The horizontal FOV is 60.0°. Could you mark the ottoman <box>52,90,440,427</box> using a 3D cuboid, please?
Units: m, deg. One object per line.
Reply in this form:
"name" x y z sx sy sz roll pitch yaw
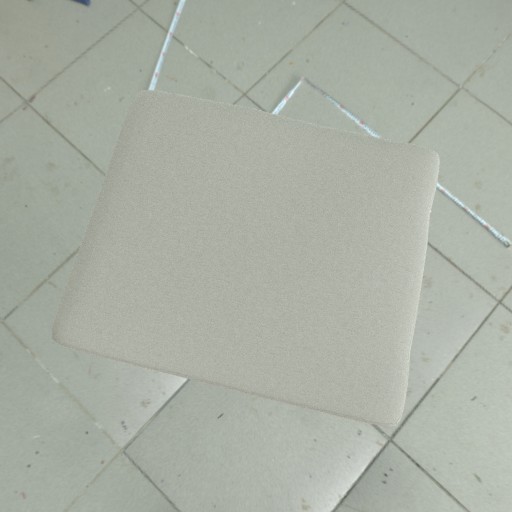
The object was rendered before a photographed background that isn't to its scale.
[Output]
"ottoman" 0.000 0.000 1.453 0.976 0.492 0.836 13 76 3
